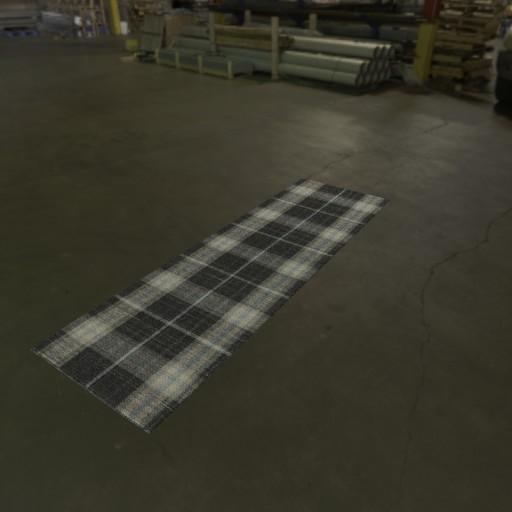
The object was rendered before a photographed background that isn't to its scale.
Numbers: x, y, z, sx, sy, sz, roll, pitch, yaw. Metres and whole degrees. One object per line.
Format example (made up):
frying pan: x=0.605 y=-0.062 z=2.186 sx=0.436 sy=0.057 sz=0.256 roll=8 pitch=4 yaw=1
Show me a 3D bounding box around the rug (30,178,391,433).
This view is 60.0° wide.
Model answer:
rug: x=0.000 y=0.000 z=2.627 sx=0.760 sy=0.012 sz=2.434 roll=20 pitch=37 yaw=29
